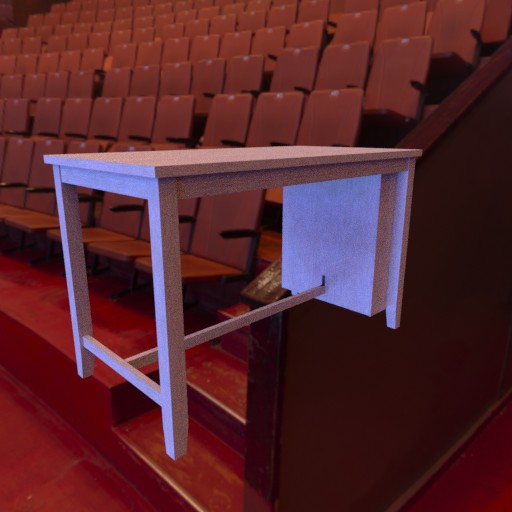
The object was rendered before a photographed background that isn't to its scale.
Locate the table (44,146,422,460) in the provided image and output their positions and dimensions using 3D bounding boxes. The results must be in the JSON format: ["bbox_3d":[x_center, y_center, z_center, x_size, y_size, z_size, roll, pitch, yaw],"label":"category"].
[{"bbox_3d":[0.000,0.000,1.911,1.397,0.874,0.729,-15,22,-42],"label":"table"}]
